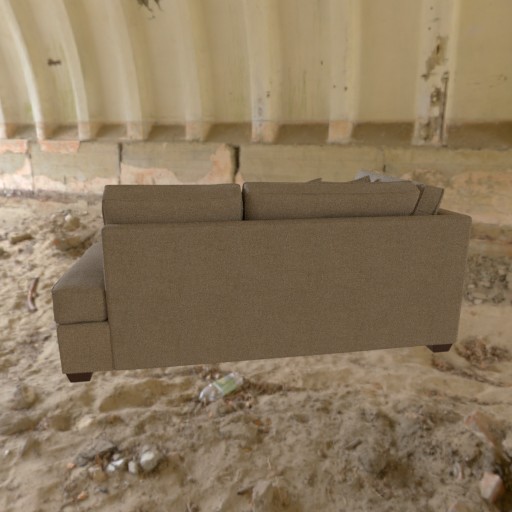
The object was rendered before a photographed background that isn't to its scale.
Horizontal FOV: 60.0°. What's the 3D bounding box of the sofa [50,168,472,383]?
[{"bbox_3d":[0.000,0.000,2.834,2.238,1.019,1.110,-2,15,-9],"label":"sofa"}]
